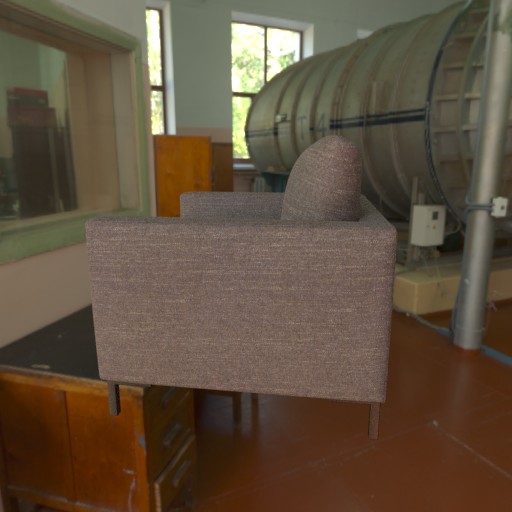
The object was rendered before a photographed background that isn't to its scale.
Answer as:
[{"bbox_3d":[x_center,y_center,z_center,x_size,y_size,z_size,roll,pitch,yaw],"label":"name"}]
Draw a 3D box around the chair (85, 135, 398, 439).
[{"bbox_3d":[0.000,0.000,1.619,0.845,0.841,0.940,2,13,8],"label":"chair"}]
